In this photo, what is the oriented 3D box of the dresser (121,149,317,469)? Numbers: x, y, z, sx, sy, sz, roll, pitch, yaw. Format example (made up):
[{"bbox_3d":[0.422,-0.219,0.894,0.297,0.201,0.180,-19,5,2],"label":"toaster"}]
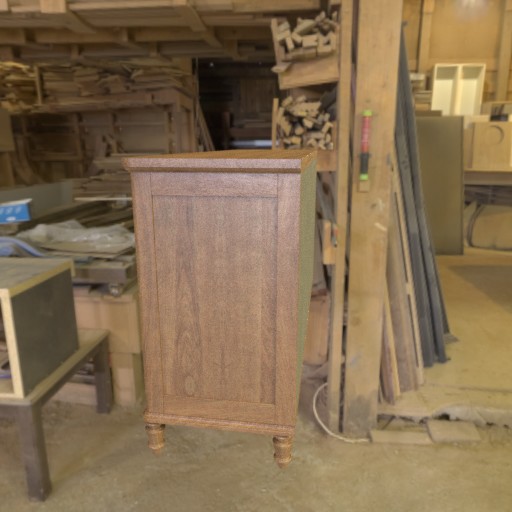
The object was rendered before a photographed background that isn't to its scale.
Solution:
[{"bbox_3d":[0.000,0.000,1.957,0.468,0.892,1.583,2,14,9],"label":"dresser"}]
